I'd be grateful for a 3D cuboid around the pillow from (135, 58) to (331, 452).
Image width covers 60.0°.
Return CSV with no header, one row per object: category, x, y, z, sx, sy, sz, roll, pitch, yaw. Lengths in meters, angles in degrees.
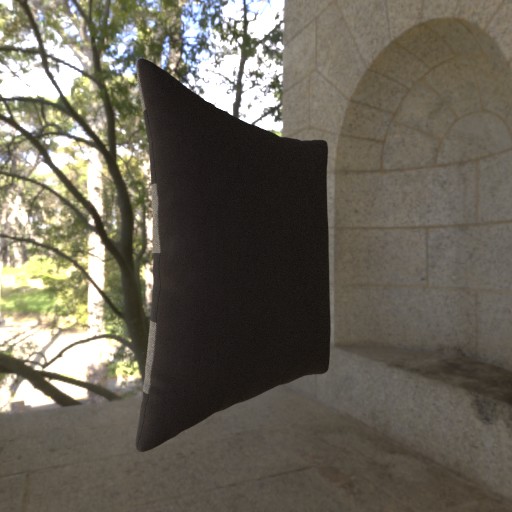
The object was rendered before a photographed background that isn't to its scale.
pillow,0.000,0.000,0.772,0.161,0.509,0.511,0,0,36
